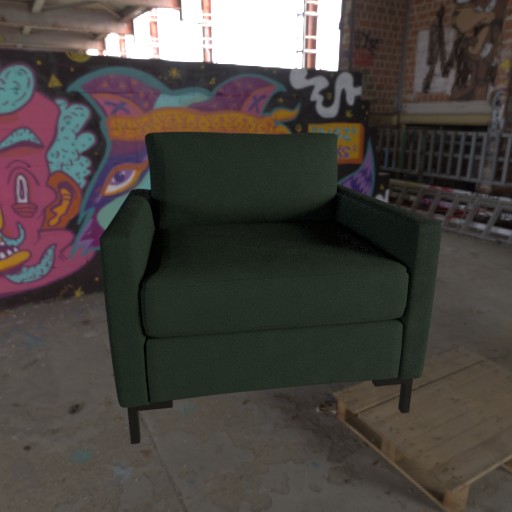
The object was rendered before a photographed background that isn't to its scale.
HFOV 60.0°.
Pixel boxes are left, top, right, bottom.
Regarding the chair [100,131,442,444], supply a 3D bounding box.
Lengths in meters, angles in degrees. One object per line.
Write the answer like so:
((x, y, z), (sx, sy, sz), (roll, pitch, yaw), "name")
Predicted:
((0.000, 0.000, 1.612), (0.963, 0.861, 0.866), (-3, 17, -9), "chair")
